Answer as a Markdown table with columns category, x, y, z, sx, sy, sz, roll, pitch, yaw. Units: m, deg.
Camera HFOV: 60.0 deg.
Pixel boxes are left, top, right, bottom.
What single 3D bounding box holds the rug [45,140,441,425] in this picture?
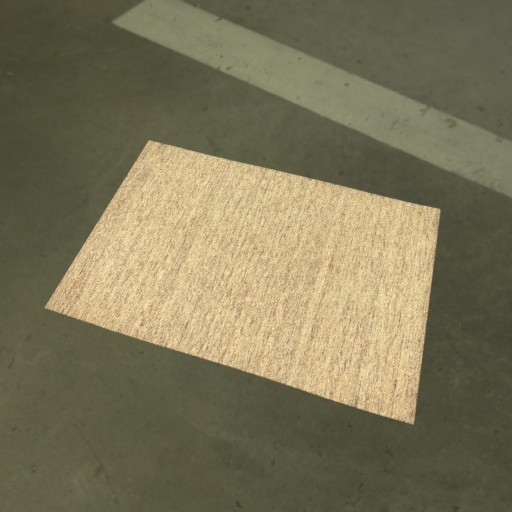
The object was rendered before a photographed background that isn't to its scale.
| category | x | y | z | sx | sy | sz | roll | pitch | yaw |
| --- | --- | --- | --- | --- | --- | --- | --- | --- | --- |
| rug | 0.000 | 0.000 | 2.968 | 2.283 | 0.013 | 1.547 | 15 | 60 | 9 |
